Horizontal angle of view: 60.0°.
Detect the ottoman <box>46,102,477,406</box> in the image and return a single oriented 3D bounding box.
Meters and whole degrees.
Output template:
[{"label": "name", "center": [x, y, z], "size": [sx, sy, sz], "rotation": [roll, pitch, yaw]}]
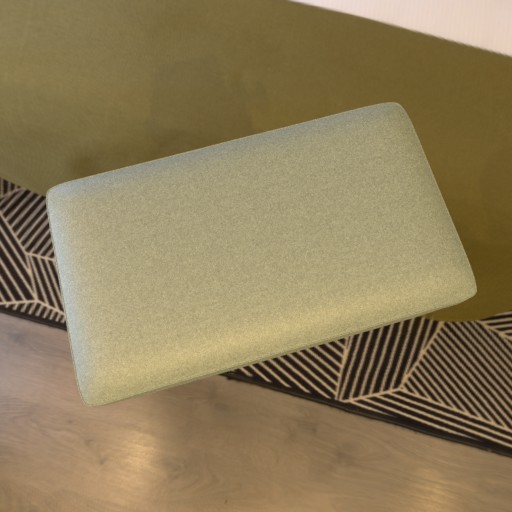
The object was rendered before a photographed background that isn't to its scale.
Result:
[{"label": "ottoman", "center": [0.000, 0.000, 1.505], "size": [1.173, 0.494, 0.681], "rotation": [-15, 76, -4]}]
